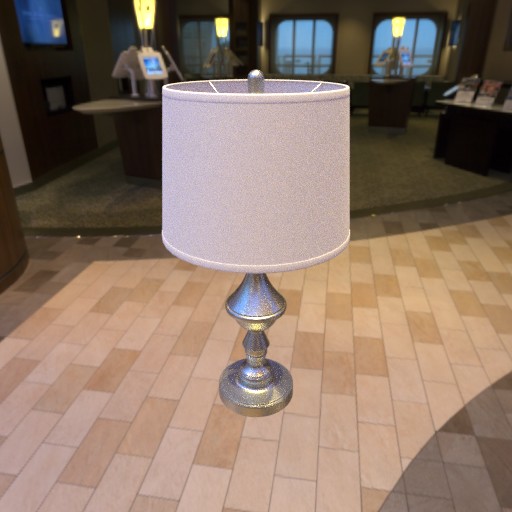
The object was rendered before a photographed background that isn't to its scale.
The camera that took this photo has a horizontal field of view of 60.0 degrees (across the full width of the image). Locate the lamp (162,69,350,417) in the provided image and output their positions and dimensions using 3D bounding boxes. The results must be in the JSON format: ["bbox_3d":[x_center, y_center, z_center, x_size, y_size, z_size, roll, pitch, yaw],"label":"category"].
[{"bbox_3d":[0.000,0.000,0.945,0.383,0.733,0.383,0,25,0],"label":"lamp"}]
